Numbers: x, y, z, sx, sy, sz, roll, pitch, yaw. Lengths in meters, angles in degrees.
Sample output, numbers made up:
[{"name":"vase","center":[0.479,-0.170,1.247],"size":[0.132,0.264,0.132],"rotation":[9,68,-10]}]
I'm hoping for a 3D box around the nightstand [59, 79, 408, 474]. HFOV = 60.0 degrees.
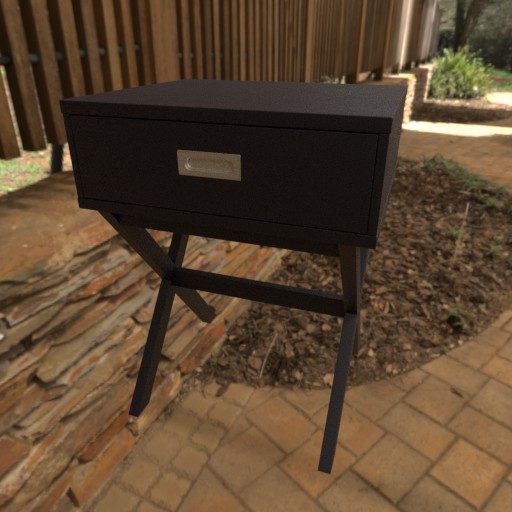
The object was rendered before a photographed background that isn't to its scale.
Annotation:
[{"name":"nightstand","center":[0.000,0.000,0.892],"size":[0.479,0.623,0.402],"rotation":[9,28,17]}]
